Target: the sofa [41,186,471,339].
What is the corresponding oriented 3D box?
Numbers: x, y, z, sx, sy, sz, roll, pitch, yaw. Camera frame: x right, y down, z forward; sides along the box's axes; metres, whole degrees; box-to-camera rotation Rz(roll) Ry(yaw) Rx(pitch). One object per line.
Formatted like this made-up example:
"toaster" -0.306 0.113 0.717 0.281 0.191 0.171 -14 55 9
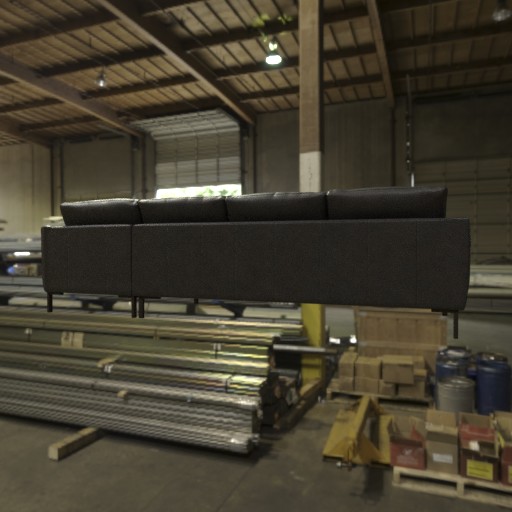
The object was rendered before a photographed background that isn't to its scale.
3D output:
"sofa" 0.000 0.000 3.556 2.993 0.859 1.471 0 1 20
